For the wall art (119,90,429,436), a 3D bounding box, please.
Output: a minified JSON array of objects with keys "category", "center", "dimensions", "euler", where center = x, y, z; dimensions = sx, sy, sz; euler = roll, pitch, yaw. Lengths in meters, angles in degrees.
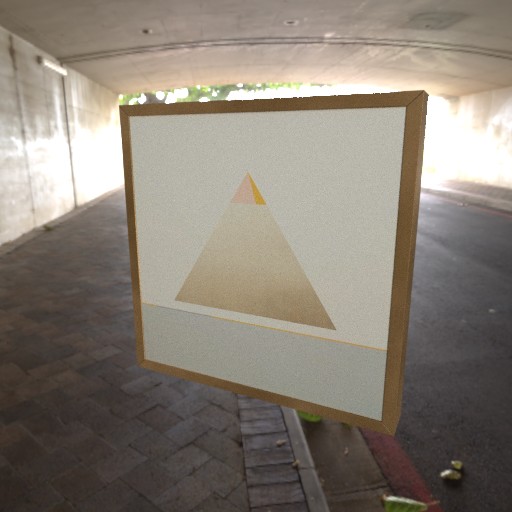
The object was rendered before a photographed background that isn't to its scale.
[{"category":"wall art","center":[0.000,0.000,0.457],"dimensions":[0.305,0.303,0.038],"euler":[7,16,25]}]
